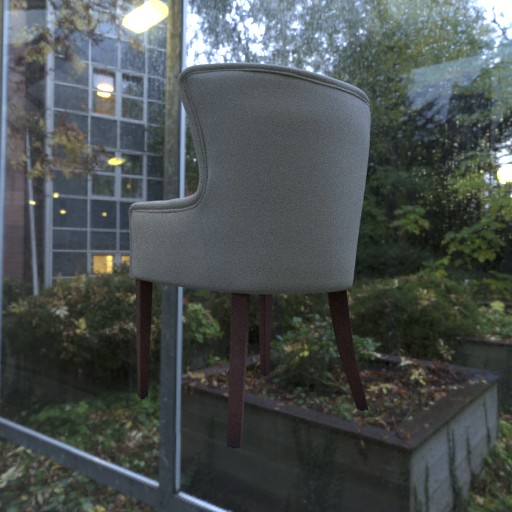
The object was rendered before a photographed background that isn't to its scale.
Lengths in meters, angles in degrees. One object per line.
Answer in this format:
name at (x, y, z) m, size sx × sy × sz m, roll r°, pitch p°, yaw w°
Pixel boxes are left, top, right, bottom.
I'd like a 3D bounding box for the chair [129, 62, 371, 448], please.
chair at (0.000, 0.000, 1.415) m, size 0.660 × 0.952 × 0.686 m, roll 1°, pitch -2°, yaw -36°
